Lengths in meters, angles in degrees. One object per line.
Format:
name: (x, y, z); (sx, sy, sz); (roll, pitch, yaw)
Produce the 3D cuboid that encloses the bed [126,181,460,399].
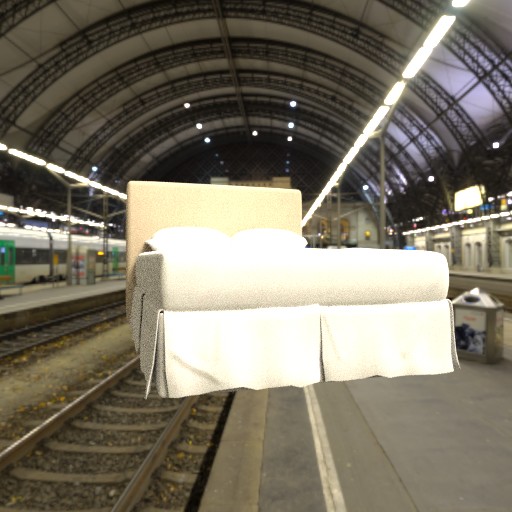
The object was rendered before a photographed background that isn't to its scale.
bed: (0.000, 0.000, 3.178); (1.723, 1.330, 2.142); (0, 0, -18)
